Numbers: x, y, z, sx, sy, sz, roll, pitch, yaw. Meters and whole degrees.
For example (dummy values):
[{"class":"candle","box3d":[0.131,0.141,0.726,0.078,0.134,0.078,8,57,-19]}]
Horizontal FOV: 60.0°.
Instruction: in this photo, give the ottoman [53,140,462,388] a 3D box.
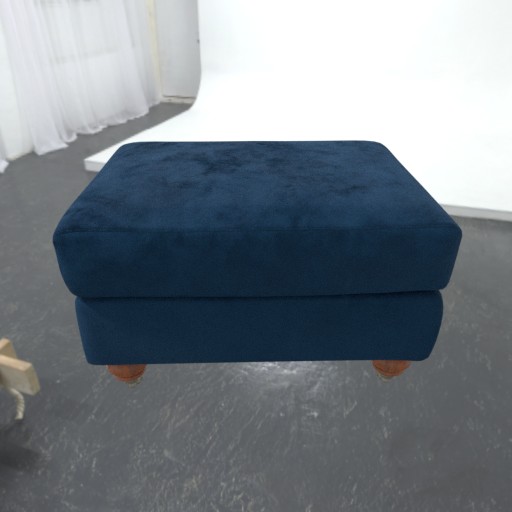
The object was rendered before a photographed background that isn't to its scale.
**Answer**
[{"class":"ottoman","box3d":[0.000,0.000,1.129,0.773,0.503,0.572,-1,30,-1]}]
